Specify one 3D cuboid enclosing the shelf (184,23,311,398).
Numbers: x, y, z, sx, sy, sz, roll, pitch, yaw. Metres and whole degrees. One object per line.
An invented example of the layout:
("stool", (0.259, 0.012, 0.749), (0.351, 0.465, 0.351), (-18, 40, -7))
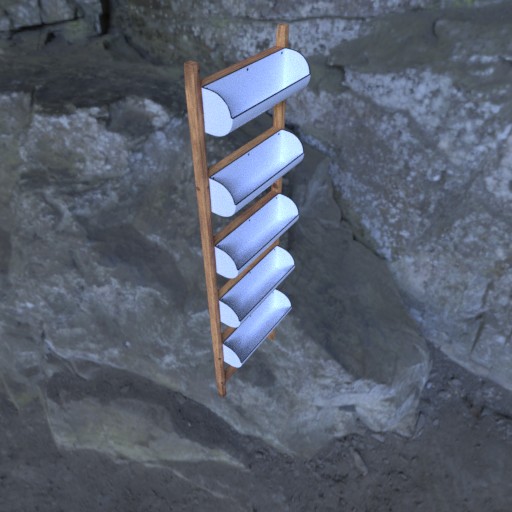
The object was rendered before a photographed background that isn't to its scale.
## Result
("shelf", (0.000, 0.000, 1.784), (0.141, 1.600, 0.454), (26, 48, 26))
